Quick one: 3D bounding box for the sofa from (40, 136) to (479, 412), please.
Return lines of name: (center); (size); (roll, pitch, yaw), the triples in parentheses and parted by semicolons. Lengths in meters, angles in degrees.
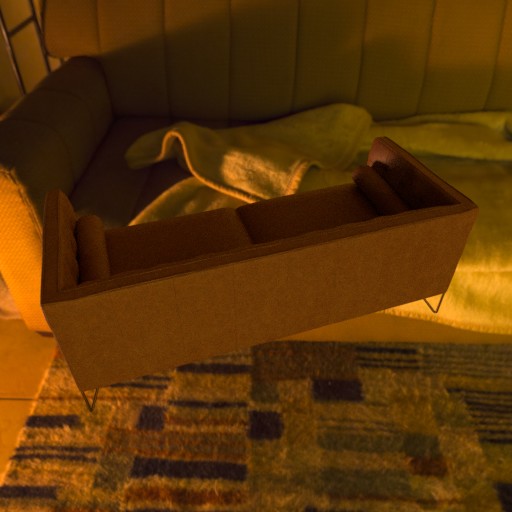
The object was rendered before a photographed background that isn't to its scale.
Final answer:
sofa: (0.000, 0.000, 2.516); (2.079, 0.798, 0.912); (-13, 42, -14)
